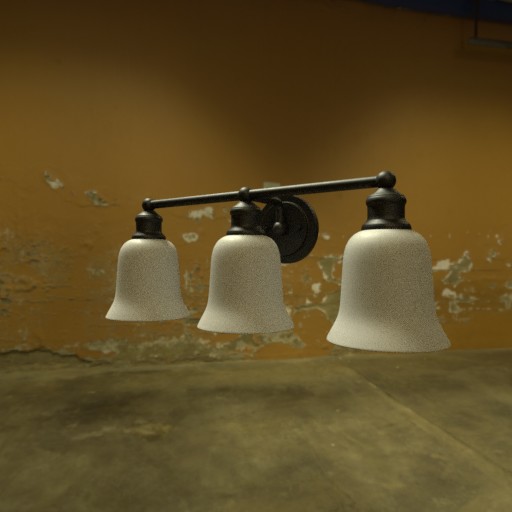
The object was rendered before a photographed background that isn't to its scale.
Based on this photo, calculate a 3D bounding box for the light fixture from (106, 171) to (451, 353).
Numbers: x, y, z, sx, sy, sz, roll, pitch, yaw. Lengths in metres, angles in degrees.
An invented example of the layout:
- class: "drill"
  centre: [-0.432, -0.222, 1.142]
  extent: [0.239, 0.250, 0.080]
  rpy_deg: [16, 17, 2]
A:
- class: "light fixture"
  centre: [0.000, 0.000, 0.687]
  extent: [0.570, 0.211, 0.198]
  rpy_deg: [0, -1, 35]
